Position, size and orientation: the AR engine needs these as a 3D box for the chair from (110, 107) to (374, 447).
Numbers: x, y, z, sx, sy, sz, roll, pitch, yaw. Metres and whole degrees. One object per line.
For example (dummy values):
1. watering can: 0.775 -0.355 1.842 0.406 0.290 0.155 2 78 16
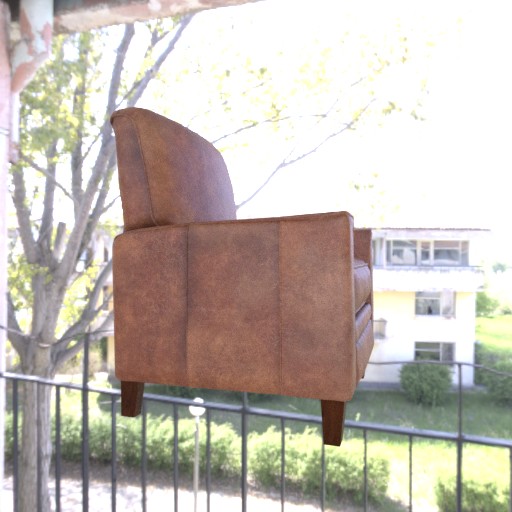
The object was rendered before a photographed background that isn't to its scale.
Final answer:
1. chair: 0.000 0.000 1.671 0.836 1.043 0.843 0 0 19
